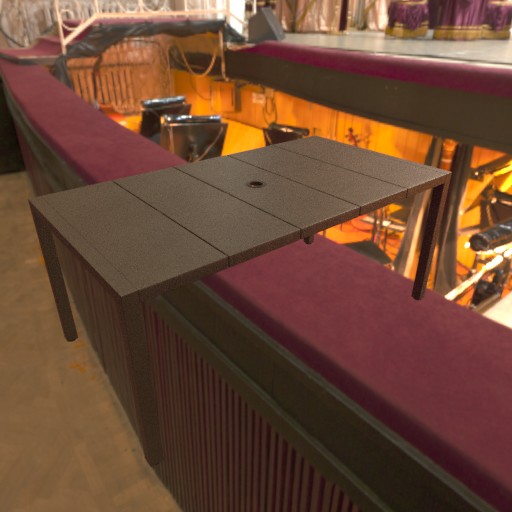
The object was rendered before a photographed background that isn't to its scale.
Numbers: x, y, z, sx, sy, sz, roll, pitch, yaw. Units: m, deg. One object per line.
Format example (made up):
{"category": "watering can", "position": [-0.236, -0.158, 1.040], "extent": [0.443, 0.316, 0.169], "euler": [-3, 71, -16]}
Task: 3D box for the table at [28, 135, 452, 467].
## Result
{"category": "table", "position": [0.000, 0.000, 2.151], "extent": [1.680, 0.735, 0.914], "euler": [-21, 36, -33]}
